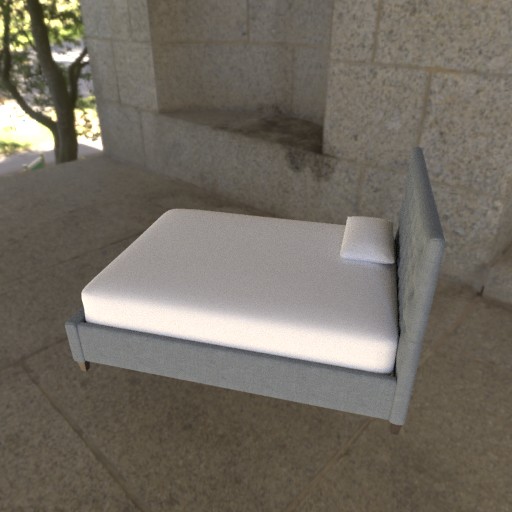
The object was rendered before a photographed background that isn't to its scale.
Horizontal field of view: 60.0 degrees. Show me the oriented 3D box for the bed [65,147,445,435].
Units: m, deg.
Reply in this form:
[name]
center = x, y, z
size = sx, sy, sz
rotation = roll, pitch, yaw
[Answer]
[bed]
center = 0.000, 0.000, 3.413
size = 2.335, 1.411, 1.698
rotation = 7, 30, 13
